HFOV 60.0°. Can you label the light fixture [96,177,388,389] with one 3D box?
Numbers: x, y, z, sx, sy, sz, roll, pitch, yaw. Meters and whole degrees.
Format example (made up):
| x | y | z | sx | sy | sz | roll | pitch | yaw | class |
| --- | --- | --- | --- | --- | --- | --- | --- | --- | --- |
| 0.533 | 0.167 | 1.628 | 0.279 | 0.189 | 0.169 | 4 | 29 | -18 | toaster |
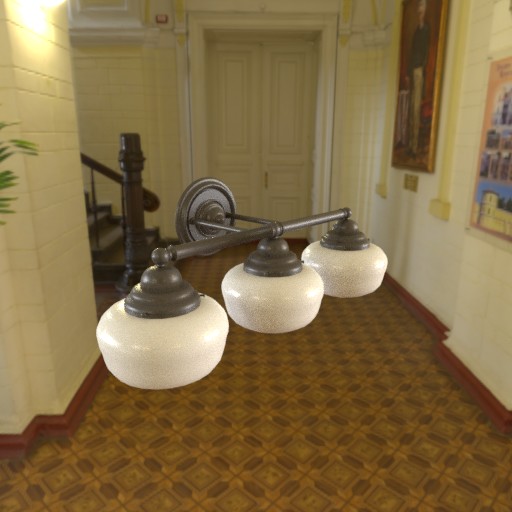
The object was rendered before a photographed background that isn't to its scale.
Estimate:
| x | y | z | sx | sy | sz | roll | pitch | yaw | class |
| --- | --- | --- | --- | --- | --- | --- | --- | --- | --- |
| 0.000 | 0.000 | 0.730 | 0.239 | 0.242 | 0.587 | 14 | 21 | 41 | light fixture |
